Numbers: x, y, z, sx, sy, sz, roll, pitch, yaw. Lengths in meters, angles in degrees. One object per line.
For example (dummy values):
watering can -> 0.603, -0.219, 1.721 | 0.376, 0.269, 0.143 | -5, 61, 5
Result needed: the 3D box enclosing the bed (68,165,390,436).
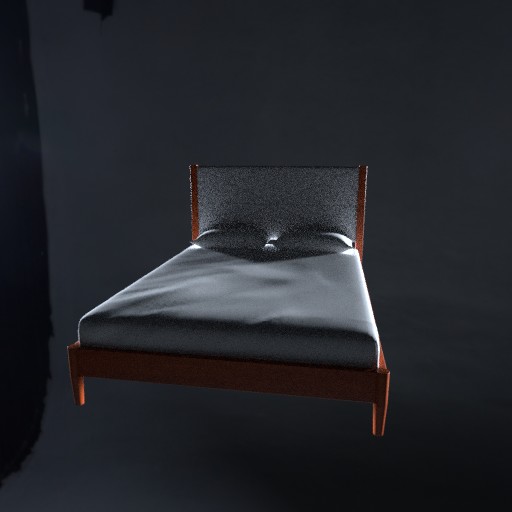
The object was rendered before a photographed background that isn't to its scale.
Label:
bed -> 0.000, 0.000, 3.035 | 1.566, 1.165, 2.117 | 2, 13, 10
